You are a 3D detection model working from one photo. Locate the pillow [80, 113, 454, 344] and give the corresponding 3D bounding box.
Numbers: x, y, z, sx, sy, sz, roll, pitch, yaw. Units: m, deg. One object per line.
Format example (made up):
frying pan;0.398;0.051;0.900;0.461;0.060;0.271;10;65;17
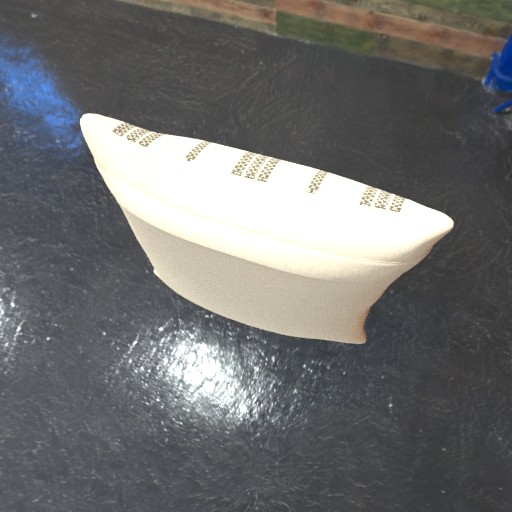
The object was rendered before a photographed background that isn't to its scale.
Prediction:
pillow;0.000;0.000;0.627;0.405;0.406;0.173;18;65;9
